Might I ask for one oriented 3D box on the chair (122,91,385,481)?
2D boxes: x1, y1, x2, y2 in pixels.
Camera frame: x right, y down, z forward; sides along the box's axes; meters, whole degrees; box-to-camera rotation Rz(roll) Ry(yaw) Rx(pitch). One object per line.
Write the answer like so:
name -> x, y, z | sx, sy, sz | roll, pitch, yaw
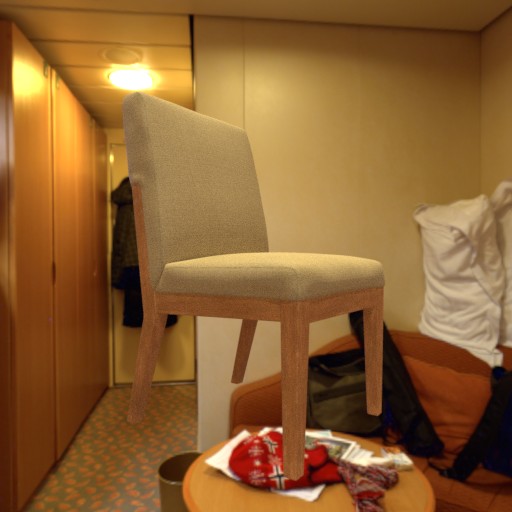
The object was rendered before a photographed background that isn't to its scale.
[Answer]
chair -> 0.000, 0.000, 1.251 | 0.586, 0.911, 0.507 | 0, 1, 36
